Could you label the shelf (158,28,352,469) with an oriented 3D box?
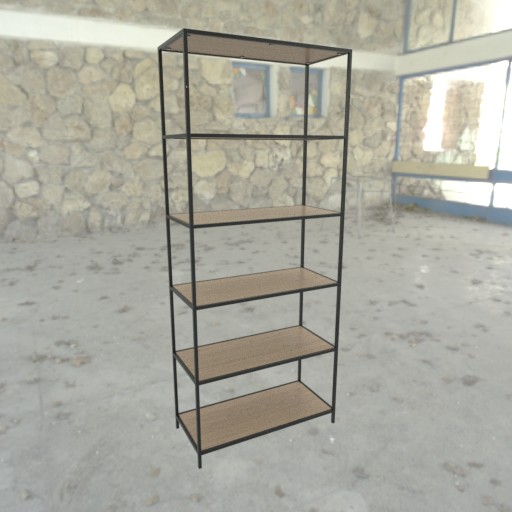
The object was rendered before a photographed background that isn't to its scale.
[{"bbox_3d":[0.000,0.000,2.137,0.770,1.850,0.350,-7,15,-26],"label":"shelf"}]
